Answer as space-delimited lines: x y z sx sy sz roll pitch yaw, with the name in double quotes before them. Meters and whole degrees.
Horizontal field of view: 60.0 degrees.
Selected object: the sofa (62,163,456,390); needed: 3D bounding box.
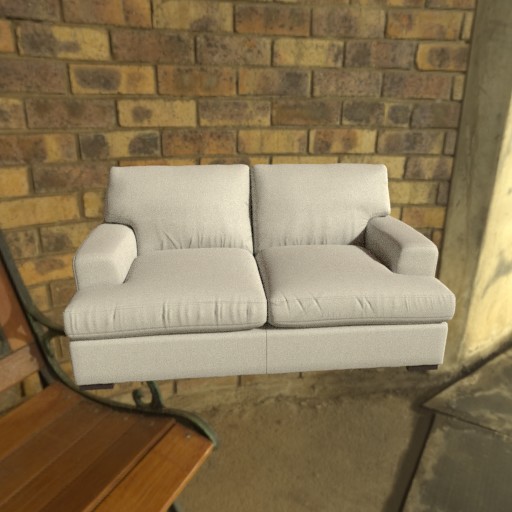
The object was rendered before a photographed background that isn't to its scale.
"sofa" 0.000 0.000 2.516 1.880 0.940 1.143 -2 18 -6
